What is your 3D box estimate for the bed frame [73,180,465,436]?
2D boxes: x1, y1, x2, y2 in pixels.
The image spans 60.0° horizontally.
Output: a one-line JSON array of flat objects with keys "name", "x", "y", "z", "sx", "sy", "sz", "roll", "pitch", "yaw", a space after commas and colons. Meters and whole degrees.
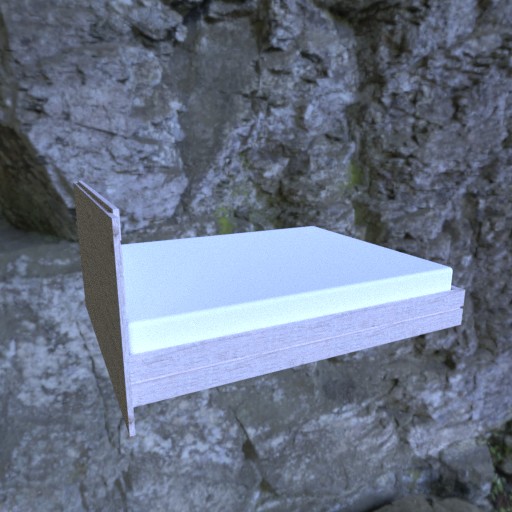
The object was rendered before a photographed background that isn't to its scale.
[{"name": "bed frame", "x": 0.000, "y": 0.000, "z": 3.000, "sx": 2.080, "sy": 0.970, "sz": 1.750, "roll": -7, "pitch": 16, "yaw": -25}]
